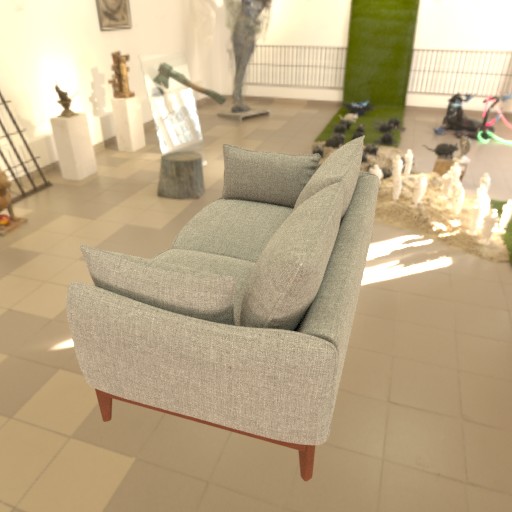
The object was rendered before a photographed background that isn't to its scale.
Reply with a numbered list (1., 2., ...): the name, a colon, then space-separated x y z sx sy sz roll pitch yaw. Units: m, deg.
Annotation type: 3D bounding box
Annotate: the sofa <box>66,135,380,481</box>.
1. sofa: 0.000 0.000 2.063 0.972 0.851 1.580 9 31 16
